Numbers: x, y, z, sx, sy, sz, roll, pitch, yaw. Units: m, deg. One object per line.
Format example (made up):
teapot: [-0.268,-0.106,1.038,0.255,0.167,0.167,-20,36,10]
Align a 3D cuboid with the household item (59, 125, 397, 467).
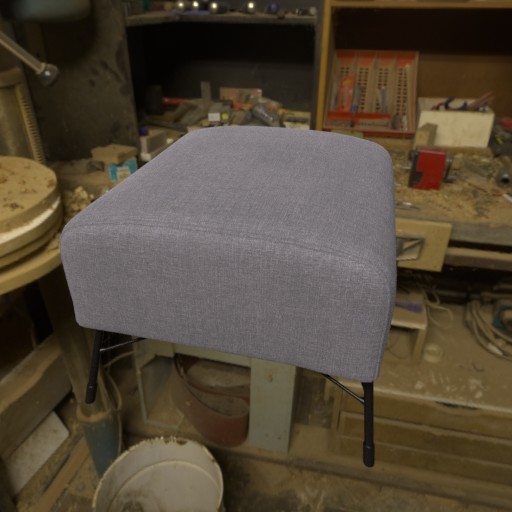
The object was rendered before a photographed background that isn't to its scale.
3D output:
household item: [0.000,0.000,0.883,0.530,0.410,0.530,8,32,12]
